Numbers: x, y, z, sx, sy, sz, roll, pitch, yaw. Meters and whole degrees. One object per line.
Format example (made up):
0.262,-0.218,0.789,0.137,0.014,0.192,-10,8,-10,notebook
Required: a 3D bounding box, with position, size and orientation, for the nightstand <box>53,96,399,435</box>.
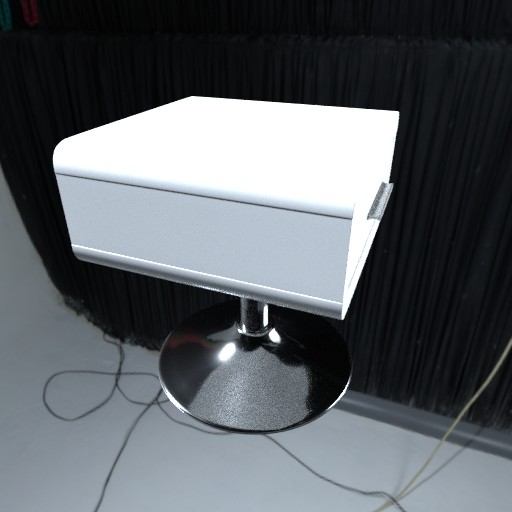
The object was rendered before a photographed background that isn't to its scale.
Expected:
0.000,0.000,0.763,0.404,0.447,0.399,11,31,19,nightstand
